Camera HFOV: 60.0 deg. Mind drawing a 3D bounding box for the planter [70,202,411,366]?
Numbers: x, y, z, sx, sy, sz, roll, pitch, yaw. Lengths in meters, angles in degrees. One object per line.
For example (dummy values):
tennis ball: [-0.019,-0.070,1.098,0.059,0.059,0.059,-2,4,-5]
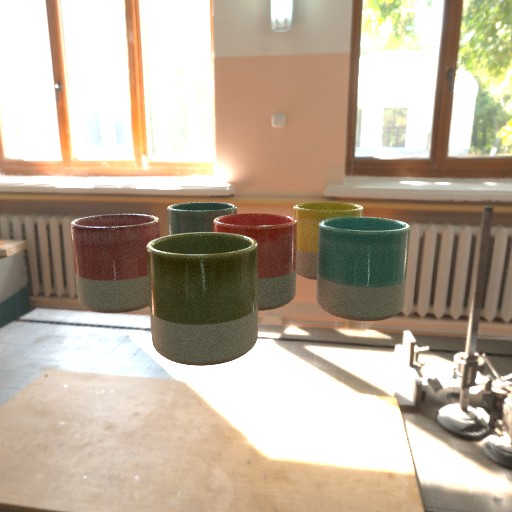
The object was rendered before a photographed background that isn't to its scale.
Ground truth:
planter: [0.000,0.000,0.419,0.257,0.075,0.286,13,19,43]
